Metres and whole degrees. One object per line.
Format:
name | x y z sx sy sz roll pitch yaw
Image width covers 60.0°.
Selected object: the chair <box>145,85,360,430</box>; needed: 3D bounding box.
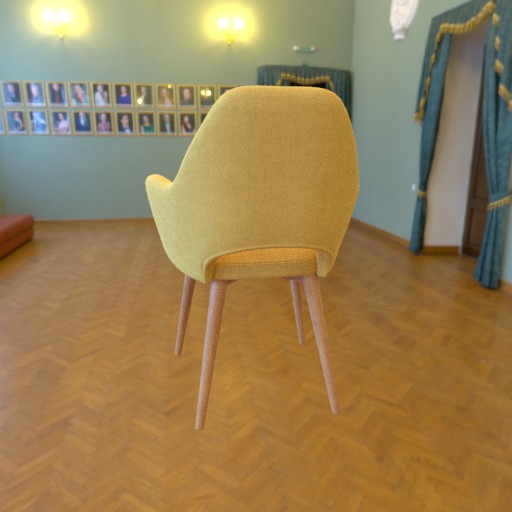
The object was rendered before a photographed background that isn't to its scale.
chair | 0.000 0.000 1.257 0.590 0.840 0.610 -3 14 -11
